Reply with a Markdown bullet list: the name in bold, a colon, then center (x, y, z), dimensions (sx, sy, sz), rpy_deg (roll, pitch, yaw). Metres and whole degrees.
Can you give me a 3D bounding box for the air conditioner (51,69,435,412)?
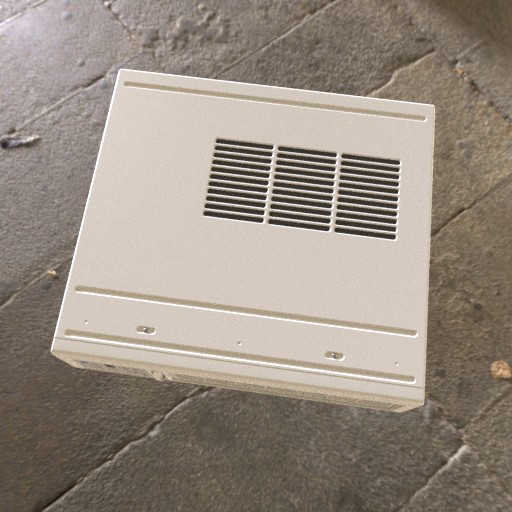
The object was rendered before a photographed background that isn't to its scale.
- **air conditioner**: center (0.000, 0.000, 1.040), dimensions (0.645, 0.455, 0.599), rpy_deg (7, 76, 2)
